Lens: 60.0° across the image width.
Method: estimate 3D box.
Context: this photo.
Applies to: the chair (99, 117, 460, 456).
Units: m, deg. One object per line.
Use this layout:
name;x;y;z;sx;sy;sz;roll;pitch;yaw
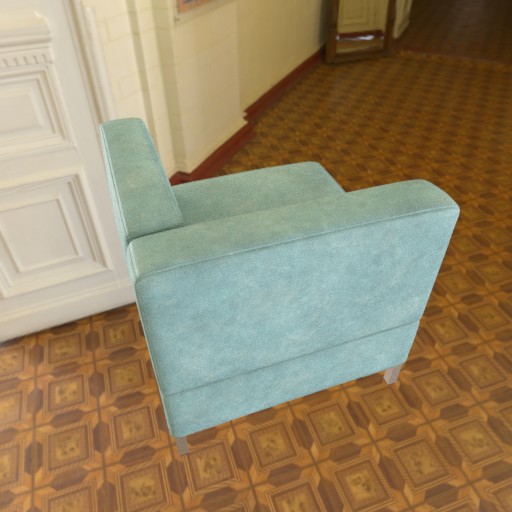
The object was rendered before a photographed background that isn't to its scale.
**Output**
chair;0.000;0.000;1.249;0.691;0.660;0.684;-13;43;-15
